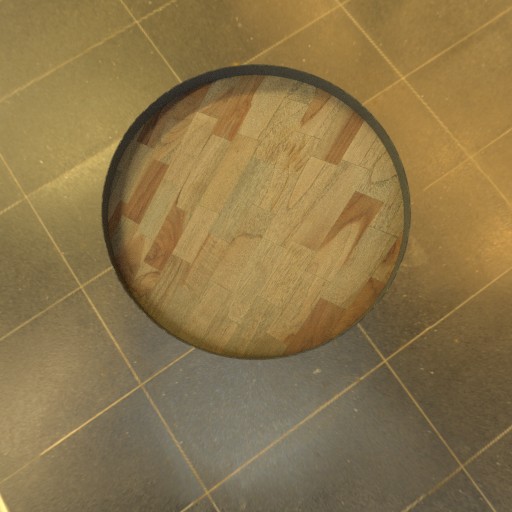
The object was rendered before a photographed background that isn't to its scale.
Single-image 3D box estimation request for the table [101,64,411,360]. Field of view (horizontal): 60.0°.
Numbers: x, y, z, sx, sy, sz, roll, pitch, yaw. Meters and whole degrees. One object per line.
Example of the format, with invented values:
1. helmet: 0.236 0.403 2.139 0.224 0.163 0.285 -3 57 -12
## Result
1. table: 0.000 0.000 0.917 0.406 0.686 0.406 35 80 7
